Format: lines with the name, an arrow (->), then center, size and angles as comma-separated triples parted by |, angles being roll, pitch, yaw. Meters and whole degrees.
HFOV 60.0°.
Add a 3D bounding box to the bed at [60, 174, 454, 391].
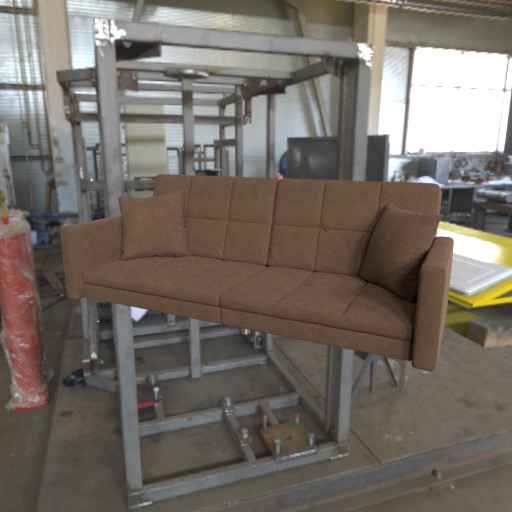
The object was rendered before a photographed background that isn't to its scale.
bed -> 0.000, 0.000, 2.367 | 1.905, 0.787, 0.889 | 7, 15, 25
